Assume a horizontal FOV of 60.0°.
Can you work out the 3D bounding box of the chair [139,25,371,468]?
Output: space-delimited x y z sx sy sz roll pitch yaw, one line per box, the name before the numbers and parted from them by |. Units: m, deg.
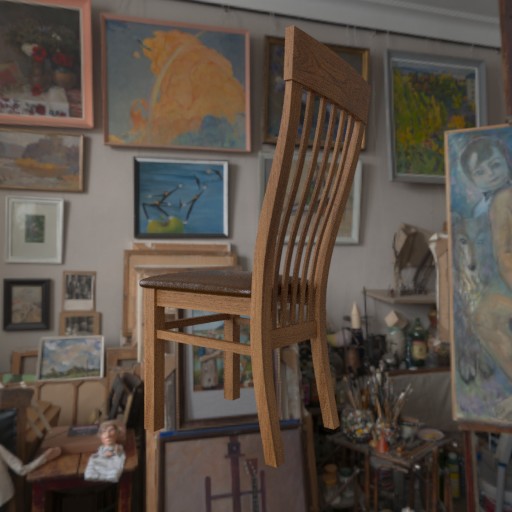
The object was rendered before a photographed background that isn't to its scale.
chair | 0.000 0.000 1.352 0.580 1.050 0.450 0 -1 37
